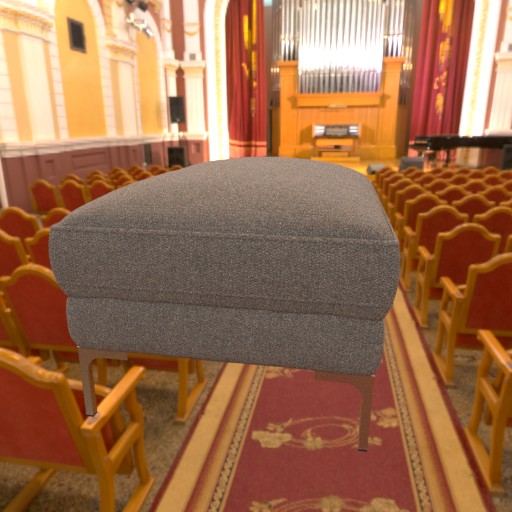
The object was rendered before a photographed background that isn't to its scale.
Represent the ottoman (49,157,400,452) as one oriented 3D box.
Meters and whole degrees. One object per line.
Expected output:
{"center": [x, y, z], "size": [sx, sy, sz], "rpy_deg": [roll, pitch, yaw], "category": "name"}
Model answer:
{"center": [0.000, 0.000, 1.106], "size": [0.583, 0.464, 0.785], "rpy_deg": [3, 17, 10], "category": "ottoman"}
